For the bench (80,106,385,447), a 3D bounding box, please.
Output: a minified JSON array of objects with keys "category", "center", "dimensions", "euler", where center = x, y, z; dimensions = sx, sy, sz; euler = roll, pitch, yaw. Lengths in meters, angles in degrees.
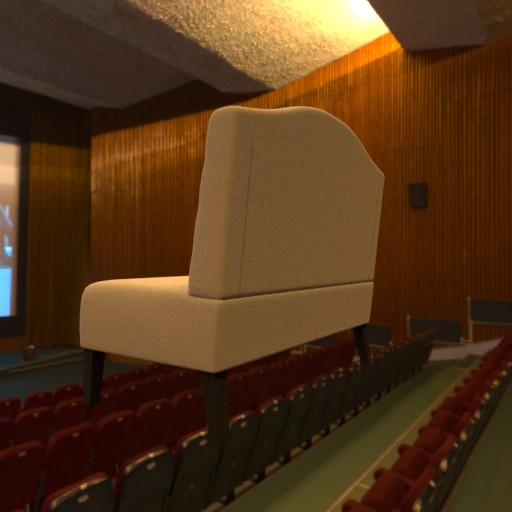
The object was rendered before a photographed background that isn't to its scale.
[{"category":"bench","center":[0.000,0.000,2.074],"dimensions":[0.815,1.180,1.335],"euler":[0,0,35]}]
